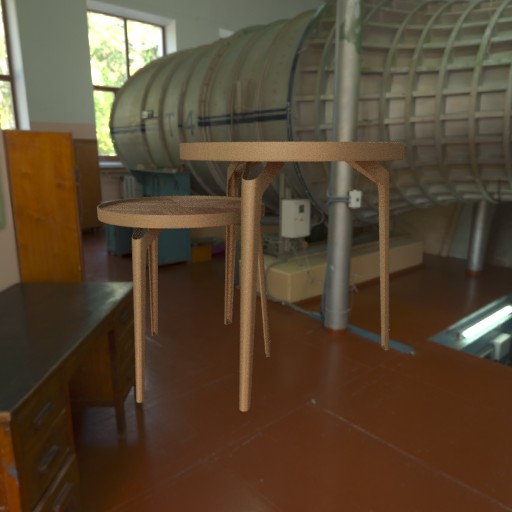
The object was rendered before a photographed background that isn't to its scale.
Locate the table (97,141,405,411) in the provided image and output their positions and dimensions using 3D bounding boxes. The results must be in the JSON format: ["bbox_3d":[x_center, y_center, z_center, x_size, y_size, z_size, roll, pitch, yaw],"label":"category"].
[{"bbox_3d":[0.000,0.000,1.131,0.751,0.555,0.532,-2,13,-7],"label":"table"}]
